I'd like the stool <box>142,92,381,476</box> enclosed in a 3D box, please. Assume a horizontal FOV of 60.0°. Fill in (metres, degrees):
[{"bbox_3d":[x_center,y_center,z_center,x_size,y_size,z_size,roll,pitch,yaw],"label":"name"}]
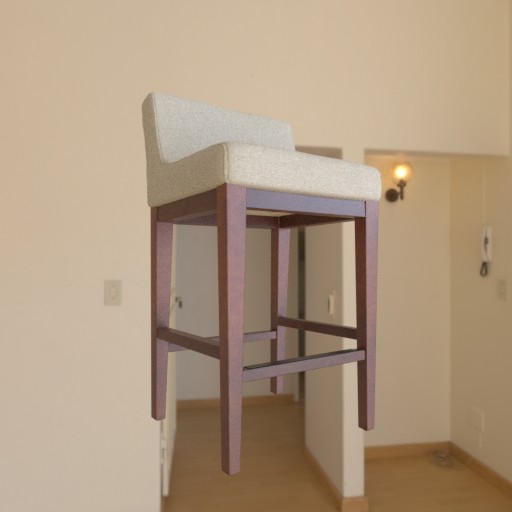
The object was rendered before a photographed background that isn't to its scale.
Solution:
[{"bbox_3d":[0.000,0.000,1.246,0.511,0.937,0.500,0,-1,-35],"label":"stool"}]
